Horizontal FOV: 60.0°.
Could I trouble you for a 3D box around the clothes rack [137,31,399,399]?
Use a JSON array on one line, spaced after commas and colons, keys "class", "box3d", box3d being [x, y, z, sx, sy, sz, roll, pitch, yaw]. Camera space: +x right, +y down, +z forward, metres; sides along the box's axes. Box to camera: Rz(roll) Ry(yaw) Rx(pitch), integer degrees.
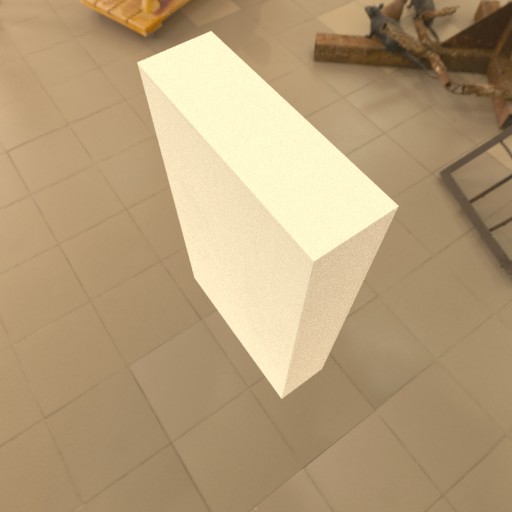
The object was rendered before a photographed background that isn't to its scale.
[{"class": "clothes rack", "box3d": [0.000, 0.000, 1.630, 0.250, 1.280, 0.750, -32, 65, -17]}]
